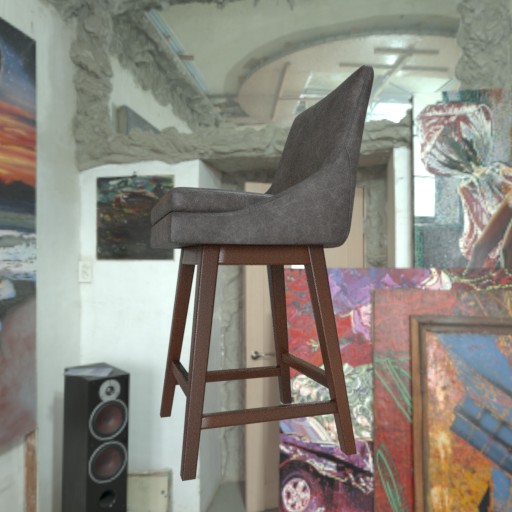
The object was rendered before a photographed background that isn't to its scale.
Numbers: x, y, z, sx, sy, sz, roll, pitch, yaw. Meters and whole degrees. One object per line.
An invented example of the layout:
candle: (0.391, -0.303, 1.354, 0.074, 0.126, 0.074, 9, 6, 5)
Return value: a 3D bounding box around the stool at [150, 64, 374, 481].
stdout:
stool: (0.000, 0.000, 1.335, 0.587, 1.046, 0.492, 0, -1, -18)
